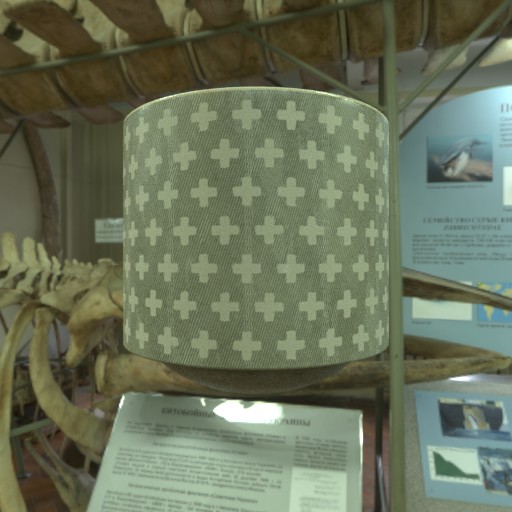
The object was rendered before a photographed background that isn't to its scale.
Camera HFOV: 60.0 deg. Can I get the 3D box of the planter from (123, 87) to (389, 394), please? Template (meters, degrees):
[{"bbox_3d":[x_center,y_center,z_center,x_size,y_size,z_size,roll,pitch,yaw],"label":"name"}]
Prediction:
[{"bbox_3d":[0.000,0.000,0.331,0.190,0.181,0.190,0,0,0],"label":"planter"}]
